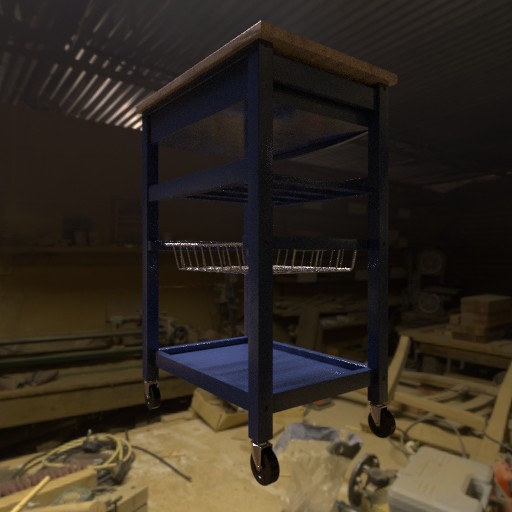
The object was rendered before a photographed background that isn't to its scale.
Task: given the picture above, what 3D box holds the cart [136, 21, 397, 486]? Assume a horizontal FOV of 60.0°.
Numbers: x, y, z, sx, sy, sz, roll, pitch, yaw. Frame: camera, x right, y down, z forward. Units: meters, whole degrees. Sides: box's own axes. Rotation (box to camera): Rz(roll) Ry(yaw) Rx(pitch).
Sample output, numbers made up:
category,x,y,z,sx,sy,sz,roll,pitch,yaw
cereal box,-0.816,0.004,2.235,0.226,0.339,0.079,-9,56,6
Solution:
category,x,y,z,sx,sy,sz,roll,pitch,yaw
cart,0.000,0.000,1.134,0.403,0.839,0.584,0,1,-37
